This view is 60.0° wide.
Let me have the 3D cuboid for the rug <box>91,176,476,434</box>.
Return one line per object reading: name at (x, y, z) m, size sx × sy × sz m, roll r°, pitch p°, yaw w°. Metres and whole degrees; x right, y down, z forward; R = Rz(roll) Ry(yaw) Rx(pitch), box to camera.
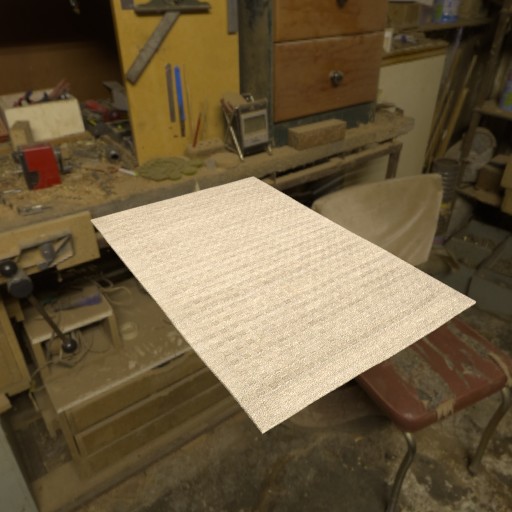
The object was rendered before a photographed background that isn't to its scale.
rug at (0.000, 0.000, 2.998) m, size 1.532 × 0.018 × 2.297 m, roll -20°, pitch 38°, yaw -29°
